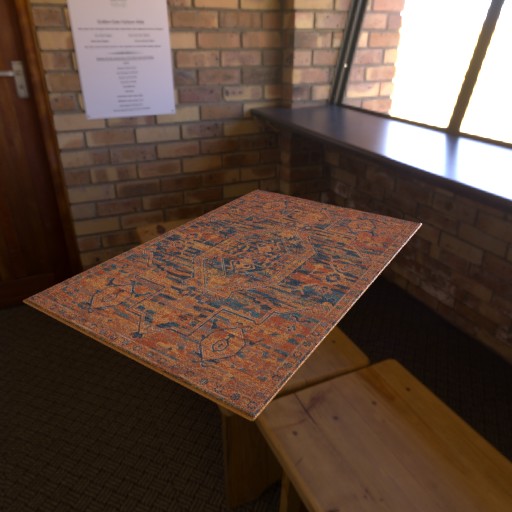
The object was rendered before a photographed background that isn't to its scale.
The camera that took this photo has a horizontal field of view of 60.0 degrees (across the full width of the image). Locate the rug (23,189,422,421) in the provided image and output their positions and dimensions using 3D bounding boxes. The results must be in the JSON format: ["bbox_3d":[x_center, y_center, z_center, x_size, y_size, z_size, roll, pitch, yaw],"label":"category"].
[{"bbox_3d":[0.000,0.000,2.200,1.148,0.013,1.758,17,31,30],"label":"rug"}]
